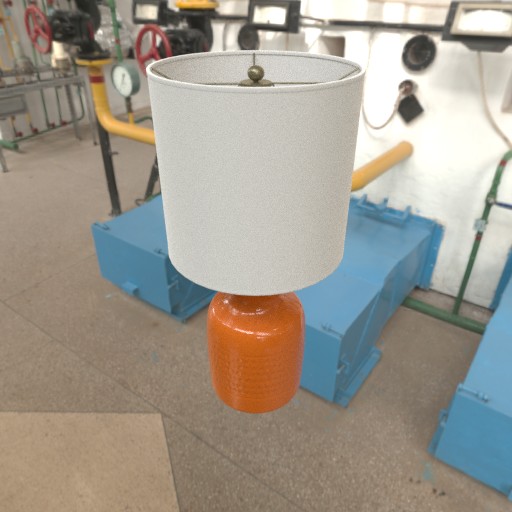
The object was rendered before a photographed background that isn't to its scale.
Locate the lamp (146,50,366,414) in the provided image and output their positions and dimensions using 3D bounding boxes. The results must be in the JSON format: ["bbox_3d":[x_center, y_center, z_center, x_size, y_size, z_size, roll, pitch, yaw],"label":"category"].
[{"bbox_3d":[0.000,0.000,1.089,0.418,0.871,0.418,22,38,31],"label":"lamp"}]
